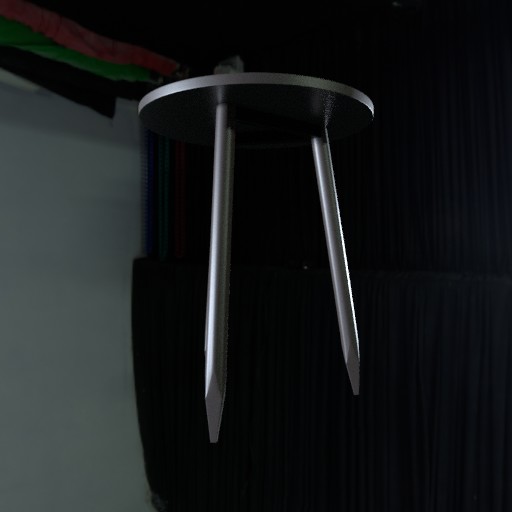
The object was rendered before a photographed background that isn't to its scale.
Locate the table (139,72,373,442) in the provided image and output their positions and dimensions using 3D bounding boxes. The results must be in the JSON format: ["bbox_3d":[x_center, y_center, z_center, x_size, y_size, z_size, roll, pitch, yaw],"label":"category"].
[{"bbox_3d":[0.000,0.000,0.902,0.457,0.585,0.457,0,2,0],"label":"table"}]
